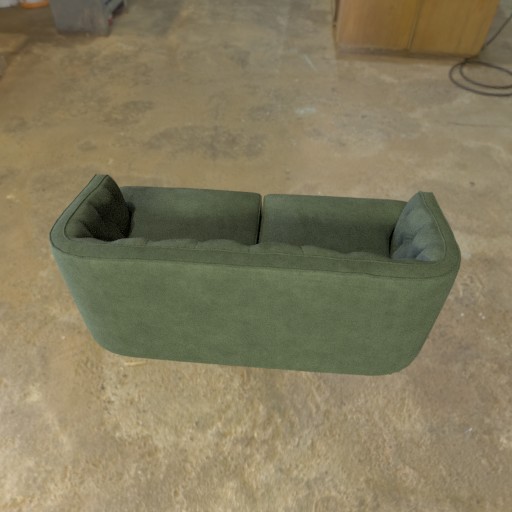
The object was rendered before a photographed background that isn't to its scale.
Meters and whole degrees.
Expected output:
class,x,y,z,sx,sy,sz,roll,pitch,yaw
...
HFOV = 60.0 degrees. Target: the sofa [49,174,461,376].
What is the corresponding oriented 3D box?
class,x,y,z,sx,sy,sz,roll,pitch,yaw
sofa,0.000,0.000,2.253,1.733,0.855,0.941,4,46,3
